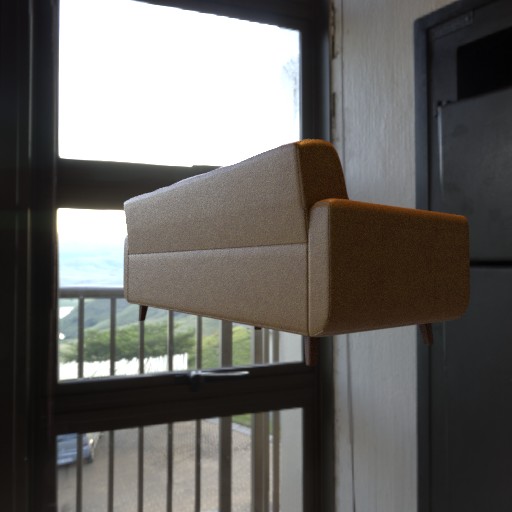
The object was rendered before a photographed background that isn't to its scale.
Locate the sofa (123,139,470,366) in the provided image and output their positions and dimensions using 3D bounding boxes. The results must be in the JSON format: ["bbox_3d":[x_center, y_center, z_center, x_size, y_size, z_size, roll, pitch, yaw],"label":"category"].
[{"bbox_3d":[0.000,0.000,2.671,0.980,0.892,2.137,1,-2,-36],"label":"sofa"}]
